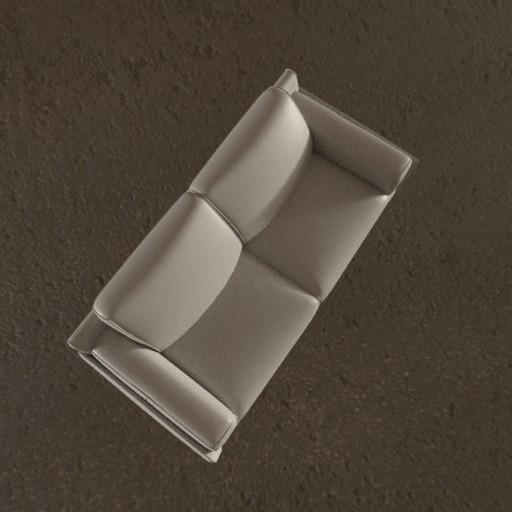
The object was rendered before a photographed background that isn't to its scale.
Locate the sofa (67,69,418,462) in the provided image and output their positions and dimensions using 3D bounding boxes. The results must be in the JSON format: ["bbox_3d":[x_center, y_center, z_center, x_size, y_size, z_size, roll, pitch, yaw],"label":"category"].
[{"bbox_3d":[0.000,0.000,2.638,1.049,0.930,2.101,34,77,9],"label":"sofa"}]
